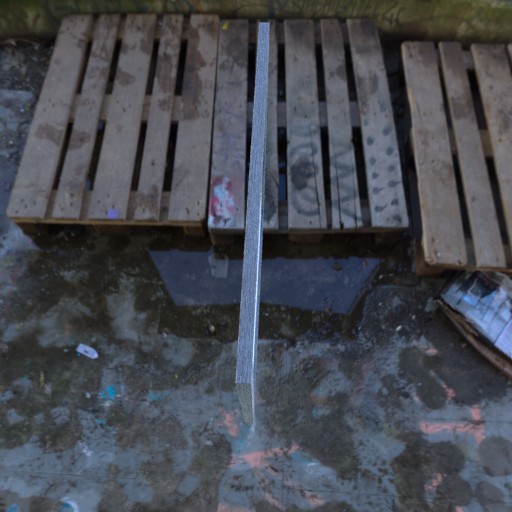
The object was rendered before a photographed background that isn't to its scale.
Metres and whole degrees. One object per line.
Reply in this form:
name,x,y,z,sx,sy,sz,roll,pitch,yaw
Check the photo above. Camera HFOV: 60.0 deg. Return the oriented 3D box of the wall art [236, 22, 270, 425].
wall art,0.000,0.000,1.029,0.020,0.685,0.685,3,65,1
